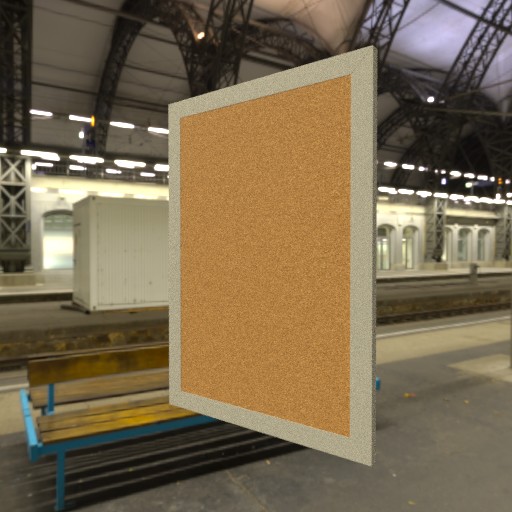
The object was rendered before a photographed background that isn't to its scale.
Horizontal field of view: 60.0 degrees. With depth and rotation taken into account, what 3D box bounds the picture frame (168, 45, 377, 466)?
[{"bbox_3d":[0.000,0.000,0.585,0.326,0.459,0.011,1,1,37],"label":"picture frame"}]
